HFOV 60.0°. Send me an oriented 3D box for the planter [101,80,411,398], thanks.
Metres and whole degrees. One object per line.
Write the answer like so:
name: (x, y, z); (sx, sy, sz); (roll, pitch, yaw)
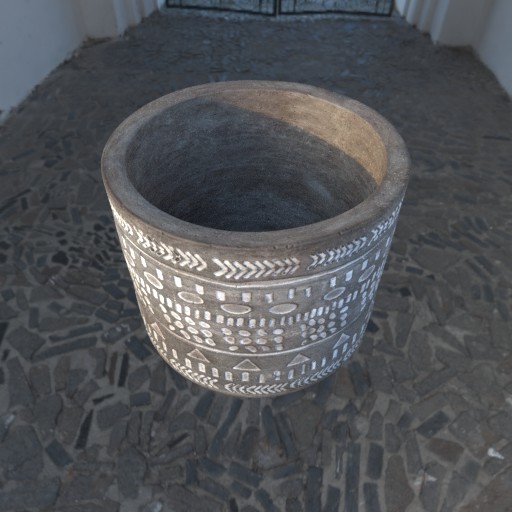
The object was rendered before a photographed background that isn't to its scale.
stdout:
planter: (0.000, 0.000, 0.221); (0.122, 0.128, 0.122); (0, 45, 0)
